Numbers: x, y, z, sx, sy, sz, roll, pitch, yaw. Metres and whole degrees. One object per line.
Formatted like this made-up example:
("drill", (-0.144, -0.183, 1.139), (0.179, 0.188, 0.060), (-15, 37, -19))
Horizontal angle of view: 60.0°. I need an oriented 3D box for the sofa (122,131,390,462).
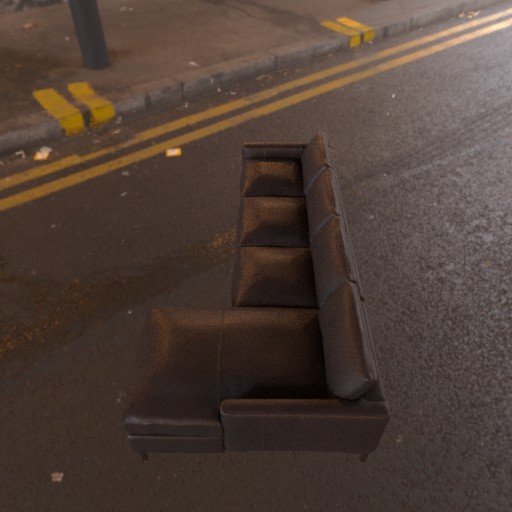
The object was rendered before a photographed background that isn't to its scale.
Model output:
("sofa", (0.000, 0.000, 3.573), (1.471, 0.859, 2.993), (1, 42, 1))
